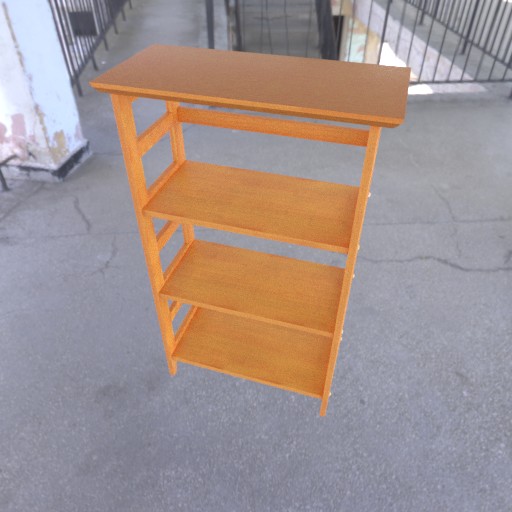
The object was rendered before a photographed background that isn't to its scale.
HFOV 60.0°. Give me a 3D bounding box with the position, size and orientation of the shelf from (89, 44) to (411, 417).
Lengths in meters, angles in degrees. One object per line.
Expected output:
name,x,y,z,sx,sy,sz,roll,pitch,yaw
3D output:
shelf,0.000,0.000,1.337,0.660,1.067,0.305,11,42,13
